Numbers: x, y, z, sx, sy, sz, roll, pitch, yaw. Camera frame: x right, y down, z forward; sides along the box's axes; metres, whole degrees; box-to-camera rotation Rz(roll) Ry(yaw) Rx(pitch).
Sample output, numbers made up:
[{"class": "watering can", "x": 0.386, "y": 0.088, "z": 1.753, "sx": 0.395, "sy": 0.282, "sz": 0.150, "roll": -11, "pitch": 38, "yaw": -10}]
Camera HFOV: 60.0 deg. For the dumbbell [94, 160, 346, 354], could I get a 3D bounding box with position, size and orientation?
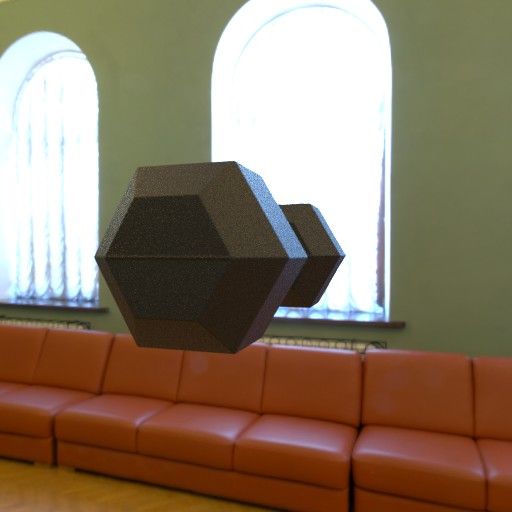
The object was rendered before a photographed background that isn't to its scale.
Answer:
[{"class": "dumbbell", "x": 0.000, "y": 0.000, "z": 0.436, "sx": 0.141, "sy": 0.123, "sz": 0.356, "roll": 0, "pitch": 0, "yaw": 18}]
